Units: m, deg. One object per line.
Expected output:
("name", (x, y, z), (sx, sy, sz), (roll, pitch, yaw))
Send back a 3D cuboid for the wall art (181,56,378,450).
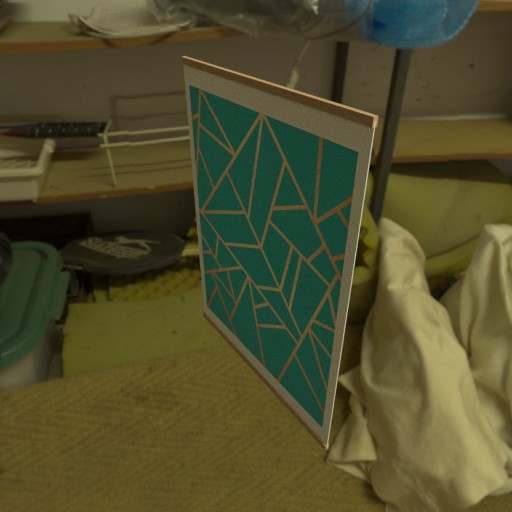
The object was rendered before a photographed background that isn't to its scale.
("wall art", (0.000, 0.000, 1.342), (0.013, 1.016, 0.758), (-21, 39, -29))
